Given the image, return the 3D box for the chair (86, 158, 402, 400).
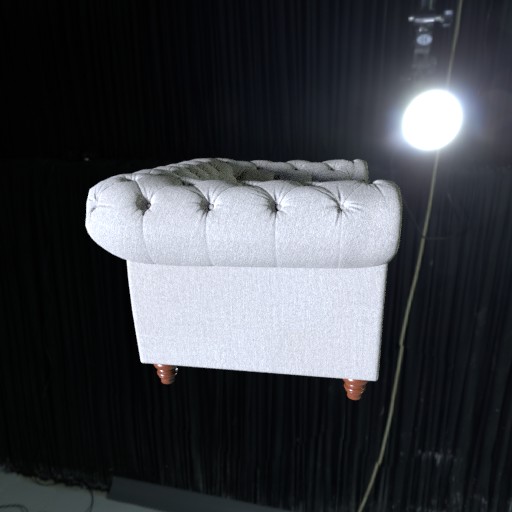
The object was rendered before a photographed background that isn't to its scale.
[{"bbox_3d":[0.000,0.000,1.905,0.976,0.770,1.270,2,16,8],"label":"chair"}]
